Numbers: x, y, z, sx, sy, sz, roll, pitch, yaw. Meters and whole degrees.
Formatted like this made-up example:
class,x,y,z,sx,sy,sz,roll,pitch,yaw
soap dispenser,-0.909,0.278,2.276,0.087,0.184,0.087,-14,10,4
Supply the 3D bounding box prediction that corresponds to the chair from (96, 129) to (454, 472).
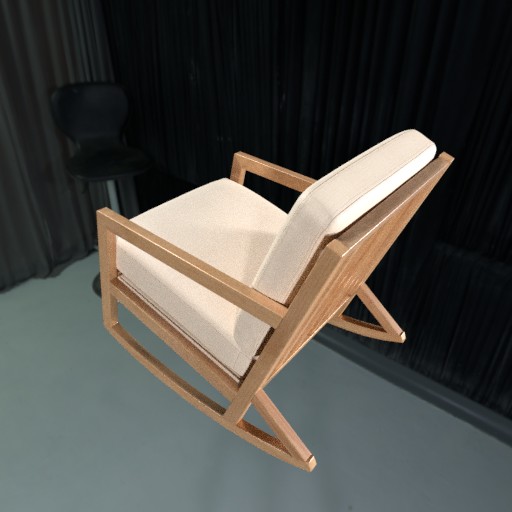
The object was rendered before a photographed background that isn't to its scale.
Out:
class,x,y,z,sx,sy,sz,roll,pitch,yaw
chair,0.000,0.000,1.366,0.857,0.790,0.622,23,39,31
